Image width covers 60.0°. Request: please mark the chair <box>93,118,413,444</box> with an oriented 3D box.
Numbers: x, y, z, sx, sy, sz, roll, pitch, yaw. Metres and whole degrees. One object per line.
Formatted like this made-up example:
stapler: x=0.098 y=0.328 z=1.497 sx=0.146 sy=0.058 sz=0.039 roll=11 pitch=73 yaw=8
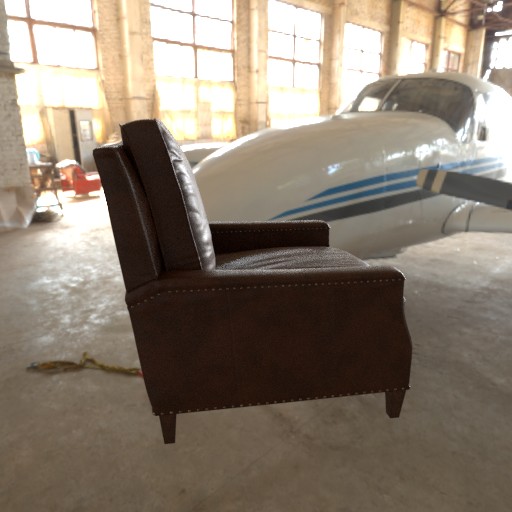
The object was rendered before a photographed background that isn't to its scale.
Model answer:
chair: x=0.000 y=0.000 z=1.785 sx=1.035 sy=1.054 sz=0.854 roll=-3 pitch=17 yaw=-9
